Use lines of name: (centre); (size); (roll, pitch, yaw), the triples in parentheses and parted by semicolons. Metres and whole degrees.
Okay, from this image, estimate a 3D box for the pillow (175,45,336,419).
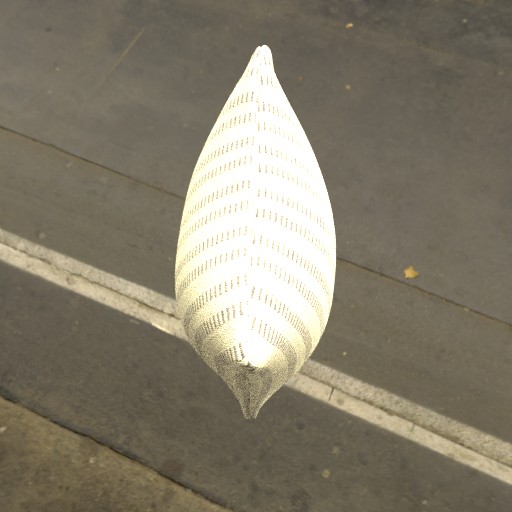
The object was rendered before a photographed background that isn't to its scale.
pillow: (0.000, 0.000, 0.686); (0.247, 0.419, 0.438); (2, 64, 1)
